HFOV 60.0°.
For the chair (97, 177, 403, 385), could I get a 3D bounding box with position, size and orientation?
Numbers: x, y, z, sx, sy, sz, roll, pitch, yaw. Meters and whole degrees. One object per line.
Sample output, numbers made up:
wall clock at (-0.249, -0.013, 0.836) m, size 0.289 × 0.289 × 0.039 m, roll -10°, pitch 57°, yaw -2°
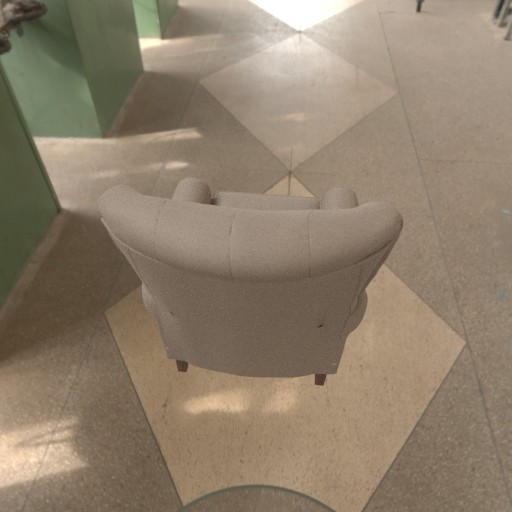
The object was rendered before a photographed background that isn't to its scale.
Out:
chair at (0.000, 0.000, 1.974) m, size 0.999 × 1.138 × 1.041 m, roll 5°, pitch 47°, yaw 4°
